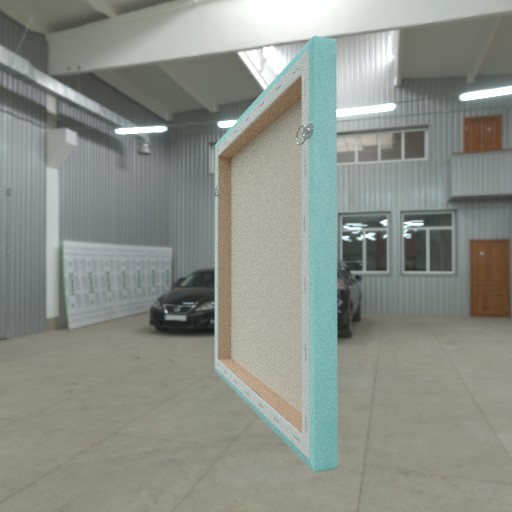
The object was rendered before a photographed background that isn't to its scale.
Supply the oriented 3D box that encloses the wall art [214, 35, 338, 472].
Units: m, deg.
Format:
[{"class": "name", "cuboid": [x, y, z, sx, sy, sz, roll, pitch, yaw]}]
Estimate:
[{"class": "wall art", "cuboid": [0.000, 0.000, 1.141, 0.054, 0.766, 0.765, 0, -1, -19]}]
